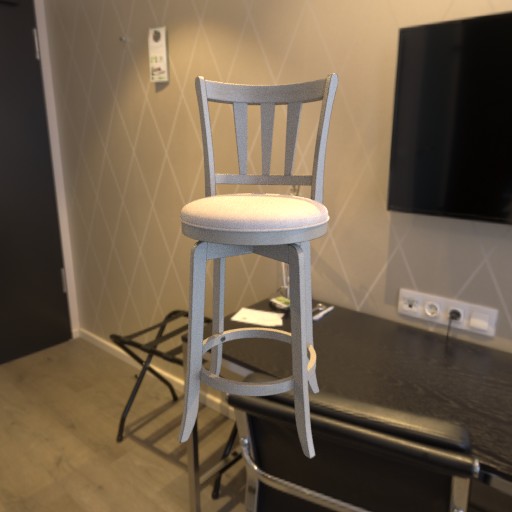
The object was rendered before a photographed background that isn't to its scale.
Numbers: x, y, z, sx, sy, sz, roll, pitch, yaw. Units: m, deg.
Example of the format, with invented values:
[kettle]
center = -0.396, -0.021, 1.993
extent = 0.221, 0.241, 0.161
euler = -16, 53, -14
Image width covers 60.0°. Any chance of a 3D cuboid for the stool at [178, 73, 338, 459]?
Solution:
[stool]
center = 0.000, 0.000, 1.319
extent = 0.436, 1.042, 0.475
euler = 3, 15, 10
